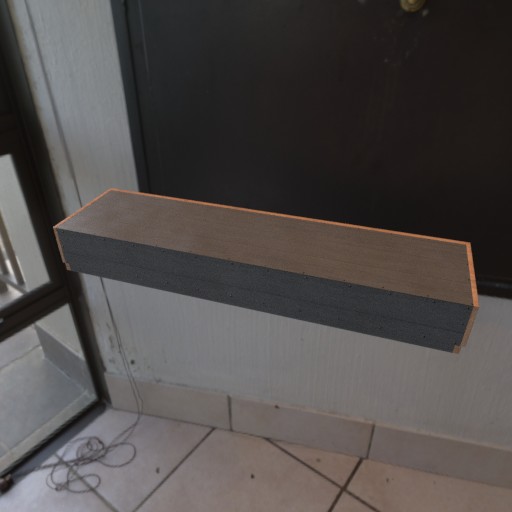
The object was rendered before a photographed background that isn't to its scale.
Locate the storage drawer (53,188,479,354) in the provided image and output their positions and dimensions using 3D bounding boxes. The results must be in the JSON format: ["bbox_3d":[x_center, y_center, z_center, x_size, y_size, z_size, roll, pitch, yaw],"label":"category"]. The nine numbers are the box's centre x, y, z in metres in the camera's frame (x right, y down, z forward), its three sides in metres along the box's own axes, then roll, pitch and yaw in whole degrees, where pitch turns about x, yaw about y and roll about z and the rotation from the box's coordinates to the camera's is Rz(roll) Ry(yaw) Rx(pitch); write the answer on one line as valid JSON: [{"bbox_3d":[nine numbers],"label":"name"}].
[{"bbox_3d":[0.000,0.000,2.300,2.032,0.264,0.538,10,34,15],"label":"storage drawer"}]
